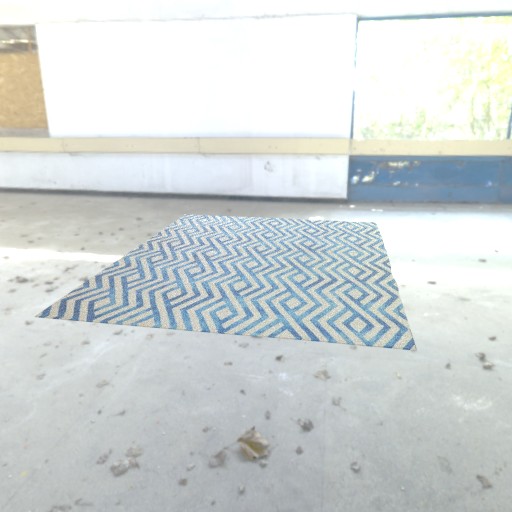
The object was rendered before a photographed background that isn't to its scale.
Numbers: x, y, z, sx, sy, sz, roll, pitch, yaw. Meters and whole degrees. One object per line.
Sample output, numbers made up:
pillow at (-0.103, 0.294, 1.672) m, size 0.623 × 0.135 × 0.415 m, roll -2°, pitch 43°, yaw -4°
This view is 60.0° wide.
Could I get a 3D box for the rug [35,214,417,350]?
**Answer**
rug at (0.000, 0.000, 4.177) m, size 2.453 × 0.008 × 3.059 m, roll 3°, pitch 19°, yaw 10°
